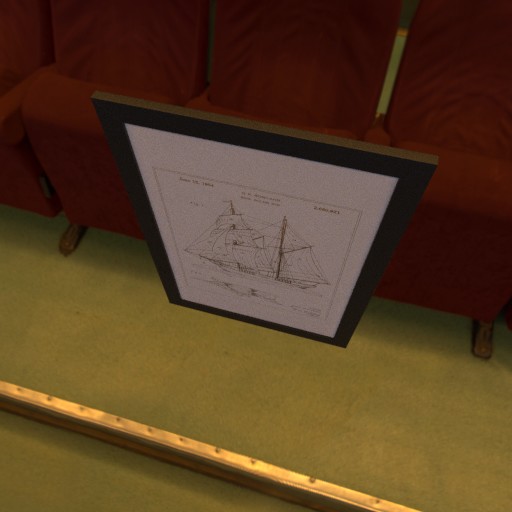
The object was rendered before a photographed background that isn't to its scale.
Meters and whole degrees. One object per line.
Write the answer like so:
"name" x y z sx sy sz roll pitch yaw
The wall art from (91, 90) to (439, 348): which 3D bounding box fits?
"wall art" 0.000 0.000 0.699 0.381 0.534 0.013 13 59 8
